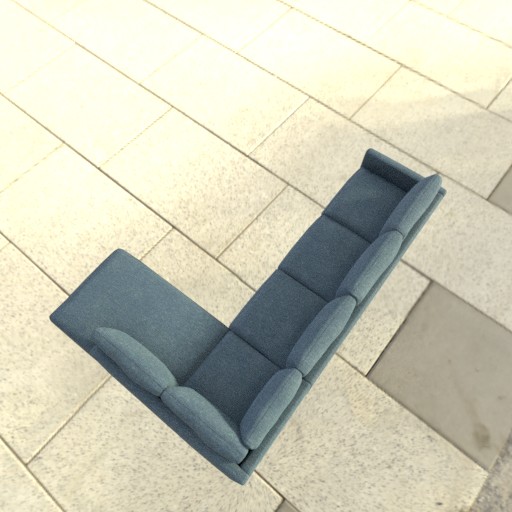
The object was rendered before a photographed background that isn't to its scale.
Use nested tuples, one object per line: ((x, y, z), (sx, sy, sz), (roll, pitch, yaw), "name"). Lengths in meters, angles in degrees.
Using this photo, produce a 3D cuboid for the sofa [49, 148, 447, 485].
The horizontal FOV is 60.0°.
((0.000, 0.000, 3.804), (2.007, 0.815, 2.949), (35, 69, 15), "sofa")
